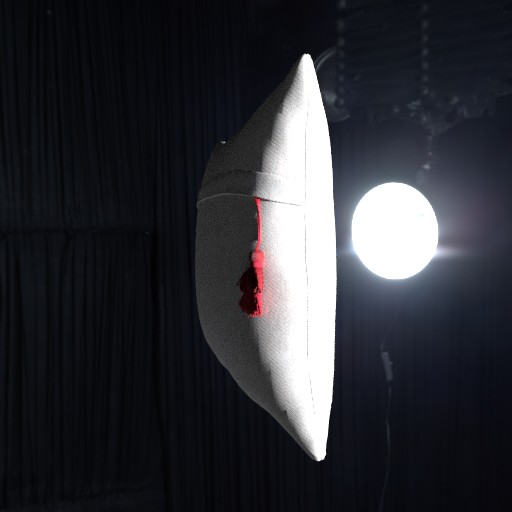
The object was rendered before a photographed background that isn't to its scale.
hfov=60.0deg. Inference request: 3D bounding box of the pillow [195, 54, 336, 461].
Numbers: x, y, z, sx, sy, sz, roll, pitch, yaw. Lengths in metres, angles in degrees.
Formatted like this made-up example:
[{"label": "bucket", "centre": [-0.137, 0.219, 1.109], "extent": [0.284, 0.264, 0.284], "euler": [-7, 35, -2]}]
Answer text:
[{"label": "pillow", "centre": [0.000, 0.000, 0.678], "extent": [0.173, 0.436, 0.433], "euler": [0, 2, -17]}]
